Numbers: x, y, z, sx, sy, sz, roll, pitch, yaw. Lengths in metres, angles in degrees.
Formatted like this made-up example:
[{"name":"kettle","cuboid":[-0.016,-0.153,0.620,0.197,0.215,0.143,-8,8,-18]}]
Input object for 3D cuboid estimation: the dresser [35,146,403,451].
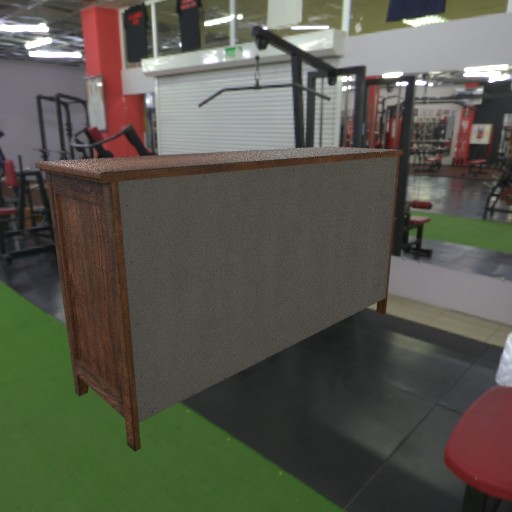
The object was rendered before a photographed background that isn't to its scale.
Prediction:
[{"name":"dresser","cuboid":[0.000,0.000,1.910,1.551,0.856,0.463,-15,22,-42]}]
